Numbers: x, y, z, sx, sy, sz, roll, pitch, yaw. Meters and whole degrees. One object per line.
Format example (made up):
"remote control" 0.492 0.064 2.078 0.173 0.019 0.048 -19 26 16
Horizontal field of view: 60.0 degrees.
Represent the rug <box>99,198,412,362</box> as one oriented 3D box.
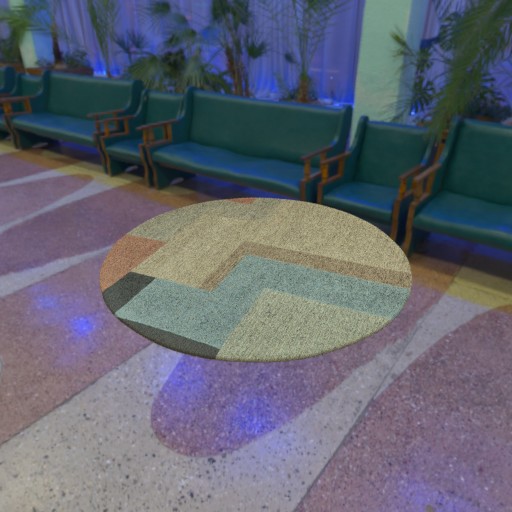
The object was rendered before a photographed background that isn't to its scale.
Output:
"rug" 0.000 0.000 3.641 2.461 0.033 2.461 0 30 0
